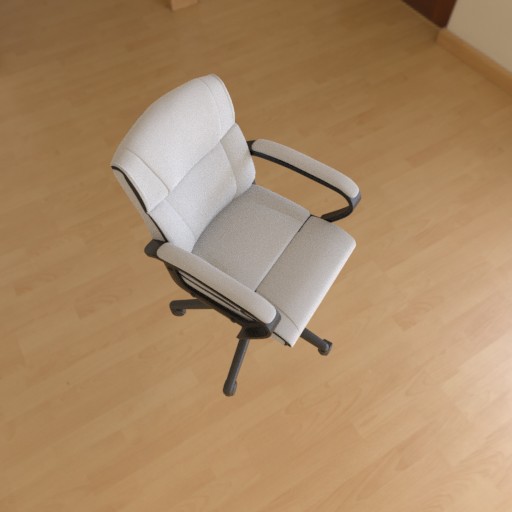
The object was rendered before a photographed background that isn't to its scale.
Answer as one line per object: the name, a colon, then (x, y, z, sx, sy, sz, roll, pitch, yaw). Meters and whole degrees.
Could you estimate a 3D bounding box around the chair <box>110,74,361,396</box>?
chair: (0.000, 0.000, 1.551, 0.717, 1.004, 0.739, 29, 63, 17)
